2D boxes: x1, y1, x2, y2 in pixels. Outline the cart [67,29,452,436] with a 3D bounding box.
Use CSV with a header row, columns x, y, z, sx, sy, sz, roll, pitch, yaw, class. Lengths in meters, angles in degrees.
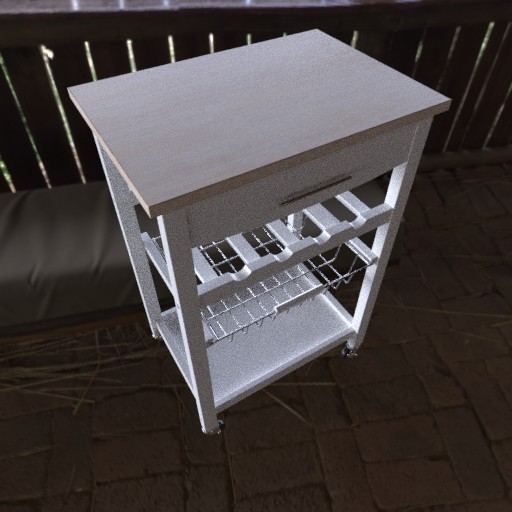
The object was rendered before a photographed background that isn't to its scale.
x,y,z,sx,sy,sz,roll,pitch,yaw,class
0.000,0.000,1.119,0.578,0.857,0.406,-24,51,-21,cart
